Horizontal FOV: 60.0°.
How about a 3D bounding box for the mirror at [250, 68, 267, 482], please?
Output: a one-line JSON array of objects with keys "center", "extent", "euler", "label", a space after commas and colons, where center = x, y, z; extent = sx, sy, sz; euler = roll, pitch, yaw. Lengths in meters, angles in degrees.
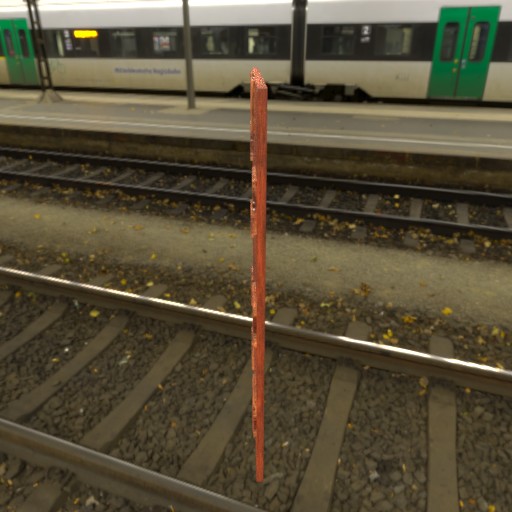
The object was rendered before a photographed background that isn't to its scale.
[{"center": [0.000, 0.000, 1.063], "extent": [0.021, 0.805, 0.600], "euler": [0, 25, -1], "label": "mirror"}]
